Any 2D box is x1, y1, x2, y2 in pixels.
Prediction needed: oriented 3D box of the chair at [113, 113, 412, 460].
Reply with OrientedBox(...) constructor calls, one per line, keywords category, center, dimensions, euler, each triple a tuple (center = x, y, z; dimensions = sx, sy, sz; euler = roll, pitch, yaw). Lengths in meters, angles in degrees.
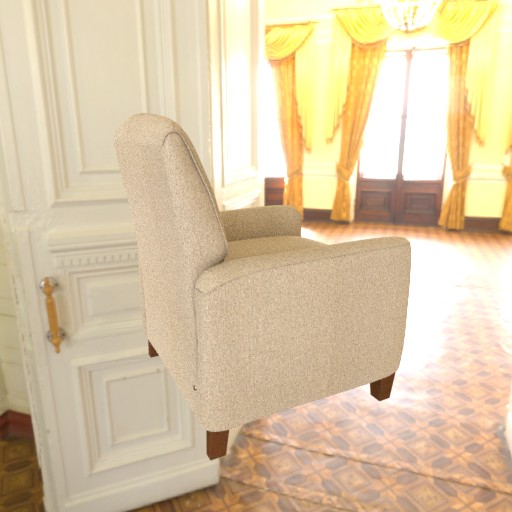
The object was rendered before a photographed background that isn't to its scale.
OrientedBox(category="chair", center=(0.000, 0.000, 1.674), dimensions=(0.864, 1.014, 0.848), euler=(-8, 18, -26))
